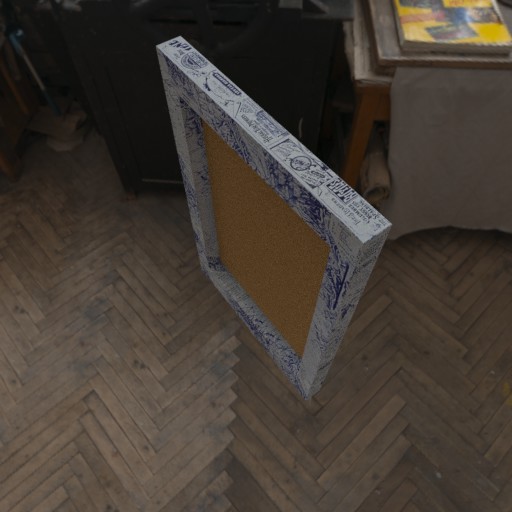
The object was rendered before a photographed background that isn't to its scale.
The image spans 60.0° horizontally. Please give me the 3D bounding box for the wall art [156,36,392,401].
[{"bbox_3d":[0.000,0.000,0.489,0.025,0.376,0.255,-32,63,-19],"label":"wall art"}]
